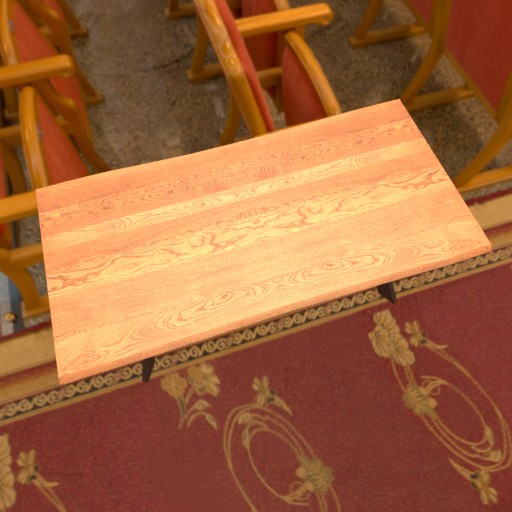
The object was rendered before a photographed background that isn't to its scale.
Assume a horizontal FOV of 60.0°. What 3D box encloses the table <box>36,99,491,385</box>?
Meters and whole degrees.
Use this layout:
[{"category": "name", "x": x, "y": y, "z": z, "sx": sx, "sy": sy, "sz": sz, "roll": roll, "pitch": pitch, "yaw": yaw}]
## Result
[{"category": "table", "x": 0.000, "y": 0.000, "z": 2.247, "sx": 1.800, "sy": 0.770, "sz": 0.900, "roll": -16, "pitch": 65, "yaw": -8}]
